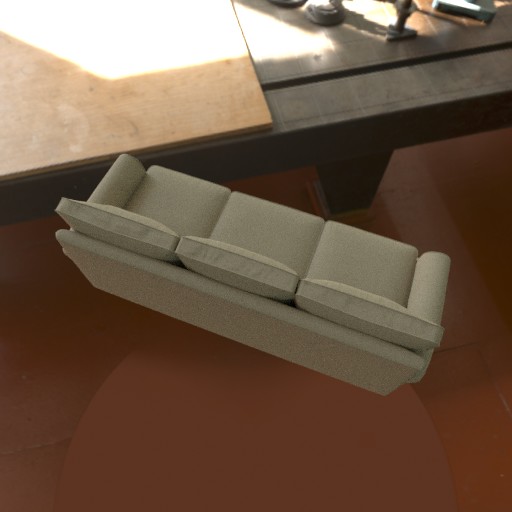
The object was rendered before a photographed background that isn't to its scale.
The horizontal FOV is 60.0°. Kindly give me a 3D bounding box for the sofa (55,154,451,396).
[{"bbox_3d":[0.000,0.000,2.892,2.354,0.948,0.966,19,64,10],"label":"sofa"}]
